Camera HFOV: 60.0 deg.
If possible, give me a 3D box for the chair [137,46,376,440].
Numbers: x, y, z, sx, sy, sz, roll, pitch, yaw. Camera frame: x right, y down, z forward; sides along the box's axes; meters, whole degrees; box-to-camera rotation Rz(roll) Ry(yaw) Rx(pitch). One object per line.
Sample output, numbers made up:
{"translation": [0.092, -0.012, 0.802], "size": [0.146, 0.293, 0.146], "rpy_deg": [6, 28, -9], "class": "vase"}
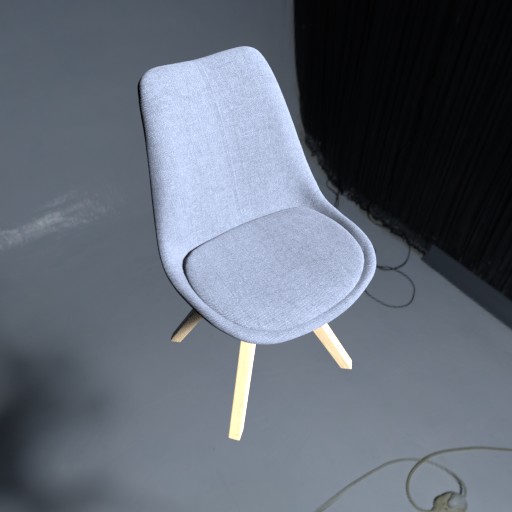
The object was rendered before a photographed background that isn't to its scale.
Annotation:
{"translation": [0.000, 0.000, 1.158], "size": [0.485, 0.850, 0.550], "rpy_deg": [-25, 51, -22], "class": "chair"}
